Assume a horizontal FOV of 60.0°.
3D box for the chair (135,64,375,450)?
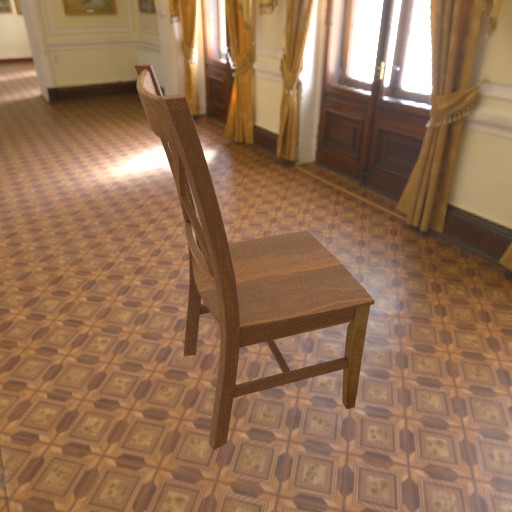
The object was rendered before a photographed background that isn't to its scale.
[{"bbox_3d":[0.000,0.000,1.273,0.542,0.983,0.485,-10,32,-16],"label":"chair"}]
